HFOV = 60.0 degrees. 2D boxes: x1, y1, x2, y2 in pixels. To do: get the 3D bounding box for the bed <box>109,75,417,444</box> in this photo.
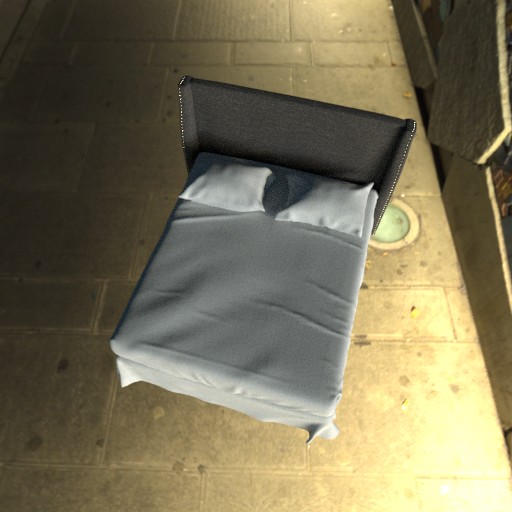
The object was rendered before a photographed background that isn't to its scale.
[{"bbox_3d":[0.000,0.000,3.507,1.925,1.332,2.276,14,60,8],"label":"bed"}]
